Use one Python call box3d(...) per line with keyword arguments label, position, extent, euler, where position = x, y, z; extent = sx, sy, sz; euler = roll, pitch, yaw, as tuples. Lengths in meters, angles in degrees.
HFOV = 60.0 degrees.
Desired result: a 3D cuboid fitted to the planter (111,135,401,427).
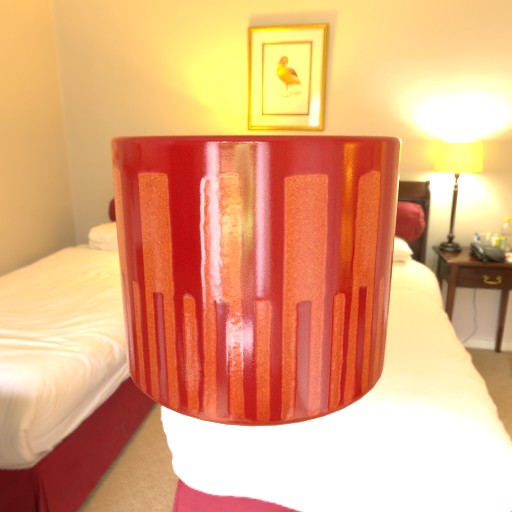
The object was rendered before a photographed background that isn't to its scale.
box3d(label="planter", position=(0.000, 0.000, 0.390), extent=(0.230, 0.202, 0.230), euler=(0, 14, 0))
